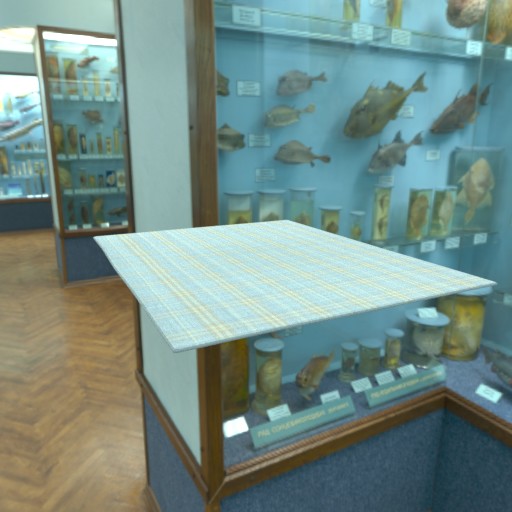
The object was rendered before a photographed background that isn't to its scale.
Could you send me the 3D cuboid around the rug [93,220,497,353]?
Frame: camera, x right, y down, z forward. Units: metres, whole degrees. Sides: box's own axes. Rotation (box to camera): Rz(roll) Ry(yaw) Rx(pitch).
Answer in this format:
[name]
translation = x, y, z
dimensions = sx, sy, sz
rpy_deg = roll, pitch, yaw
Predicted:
[rug]
translation = 0.000, 0.000, 4.056
dimensions = 2.462, 0.030, 3.066
rpy_deg = -7, 16, -26
